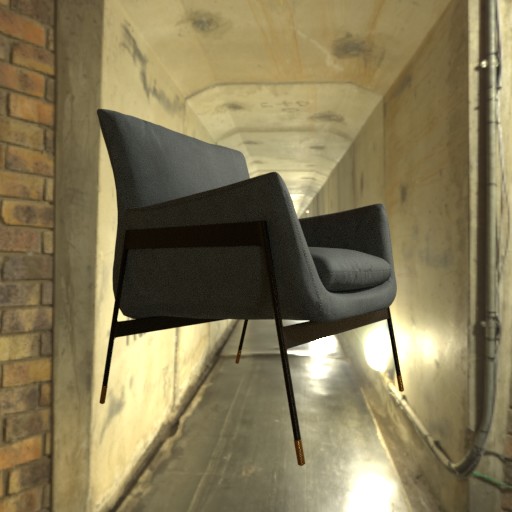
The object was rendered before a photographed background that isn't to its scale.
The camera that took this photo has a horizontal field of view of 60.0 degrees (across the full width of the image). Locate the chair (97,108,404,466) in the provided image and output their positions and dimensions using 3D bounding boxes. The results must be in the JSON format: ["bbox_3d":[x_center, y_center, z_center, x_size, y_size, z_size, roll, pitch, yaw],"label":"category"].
[{"bbox_3d":[0.000,0.000,1.355,0.709,0.858,0.678,-1,-1,36],"label":"chair"}]
